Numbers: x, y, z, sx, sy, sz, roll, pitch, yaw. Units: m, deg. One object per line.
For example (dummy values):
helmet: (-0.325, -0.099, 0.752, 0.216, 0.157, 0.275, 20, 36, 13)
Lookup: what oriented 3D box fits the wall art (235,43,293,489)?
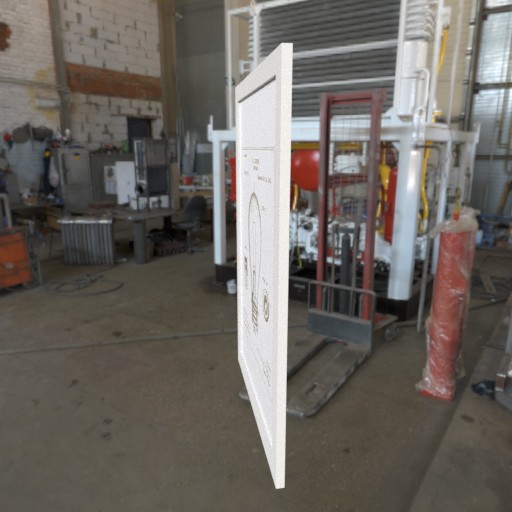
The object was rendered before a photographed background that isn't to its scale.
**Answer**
wall art: (0.000, 0.000, 0.611, 0.010, 0.474, 0.325, -2, 14, -10)
